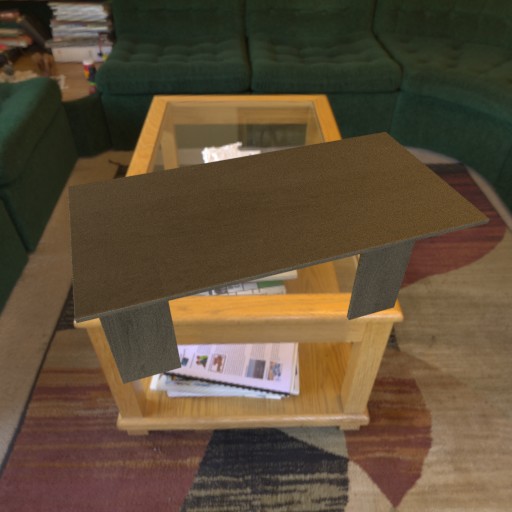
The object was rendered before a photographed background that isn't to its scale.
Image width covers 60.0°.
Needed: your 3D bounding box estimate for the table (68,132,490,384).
[{"bbox_3d":[0.000,0.000,1.434,1.000,0.570,0.711,-13,44,-14],"label":"table"}]
